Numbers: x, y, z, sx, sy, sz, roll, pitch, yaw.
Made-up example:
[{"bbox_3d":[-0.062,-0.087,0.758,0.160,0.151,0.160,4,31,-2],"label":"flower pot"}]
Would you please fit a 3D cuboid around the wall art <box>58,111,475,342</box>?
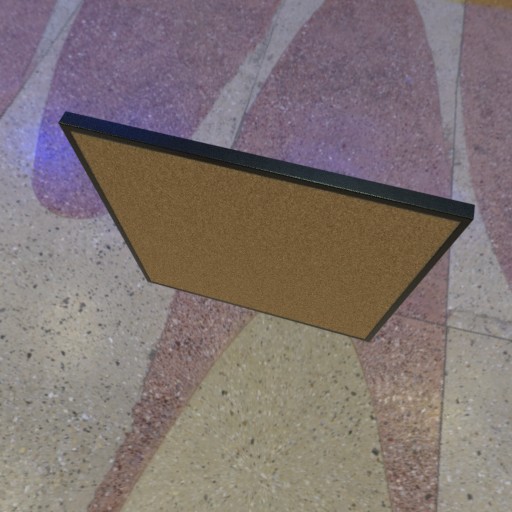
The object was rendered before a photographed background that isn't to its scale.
[{"bbox_3d":[0.000,0.000,0.518,0.349,0.349,0.014,14,65,7],"label":"wall art"}]
